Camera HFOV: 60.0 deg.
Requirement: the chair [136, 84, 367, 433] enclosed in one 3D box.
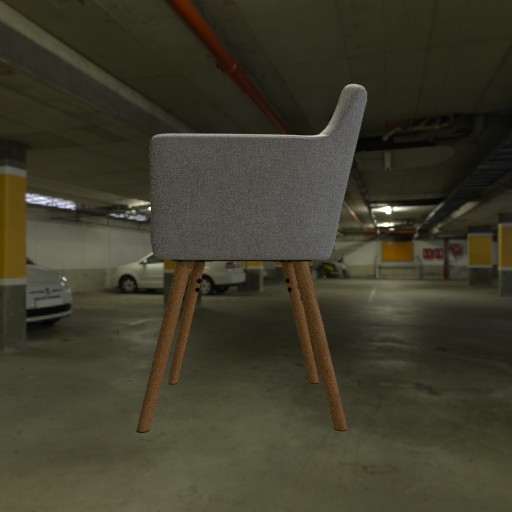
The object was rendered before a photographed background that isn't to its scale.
[{"bbox_3d":[0.000,0.000,1.181,0.540,0.780,0.570,0,-1,-1],"label":"chair"}]
